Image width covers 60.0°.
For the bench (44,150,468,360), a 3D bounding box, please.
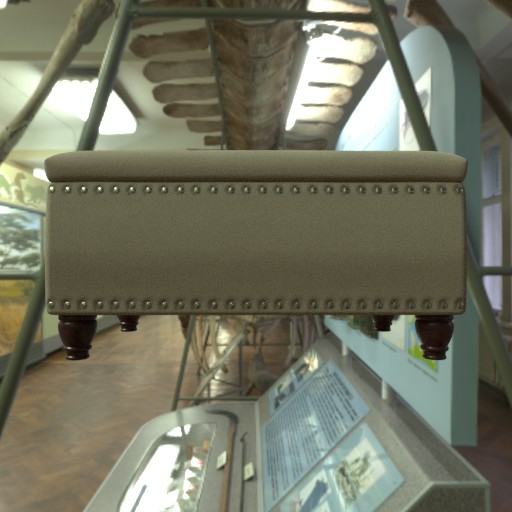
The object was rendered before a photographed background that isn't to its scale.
[{"bbox_3d":[0.000,0.000,1.161,0.887,0.449,0.500,0,-1,0],"label":"bench"}]
